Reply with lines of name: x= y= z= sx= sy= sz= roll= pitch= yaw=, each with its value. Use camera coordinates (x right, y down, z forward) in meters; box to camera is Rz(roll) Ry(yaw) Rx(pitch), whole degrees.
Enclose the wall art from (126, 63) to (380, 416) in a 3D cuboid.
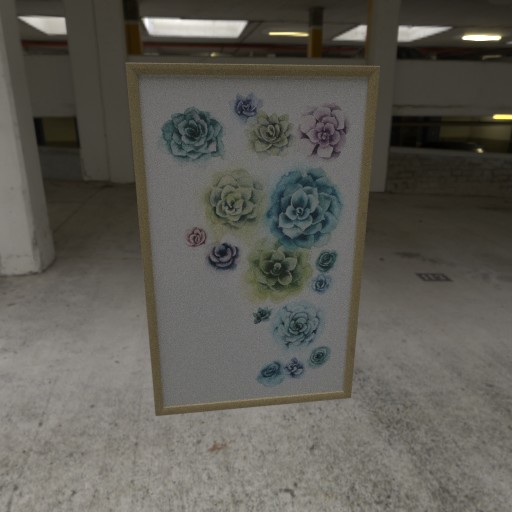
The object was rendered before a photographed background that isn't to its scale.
wall art: x=0.000 y=0.000 z=1.022 sx=0.510 sy=0.810 sz=0.039 roll=-3 pitch=19 yaw=-8
